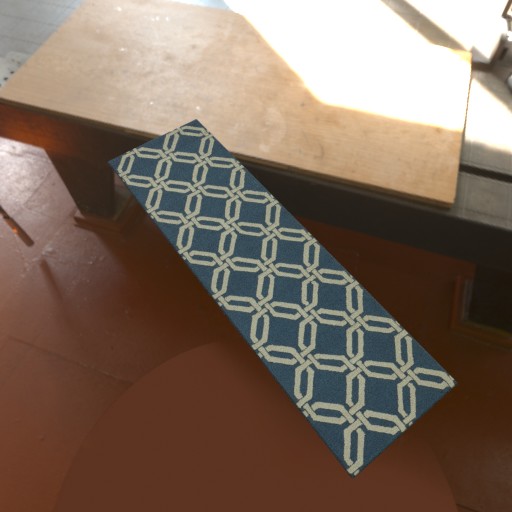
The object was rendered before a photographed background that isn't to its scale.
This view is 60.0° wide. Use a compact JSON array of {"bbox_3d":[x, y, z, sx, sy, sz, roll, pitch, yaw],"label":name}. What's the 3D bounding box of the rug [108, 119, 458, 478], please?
[{"bbox_3d":[0.000,0.000,2.466,0.678,0.014,2.276,-32,63,-18],"label":"rug"}]
